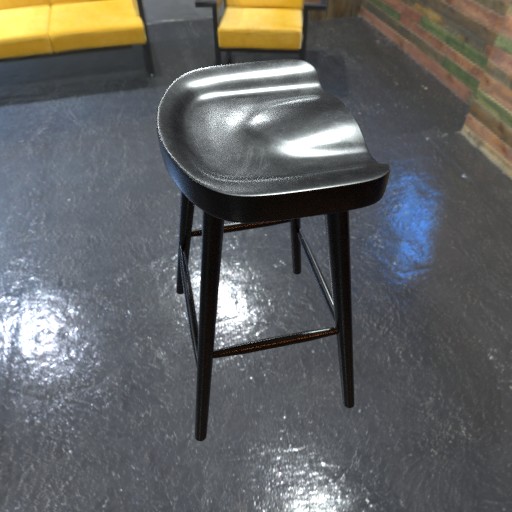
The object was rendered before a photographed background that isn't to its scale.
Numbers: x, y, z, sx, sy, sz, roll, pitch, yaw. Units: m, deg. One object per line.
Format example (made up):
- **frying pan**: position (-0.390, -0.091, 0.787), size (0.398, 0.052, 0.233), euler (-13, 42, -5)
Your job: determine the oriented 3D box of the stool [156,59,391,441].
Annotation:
- **stool**: position (0.000, 0.000, 0.898), size (0.361, 0.615, 0.440), euler (-9, 46, -9)
